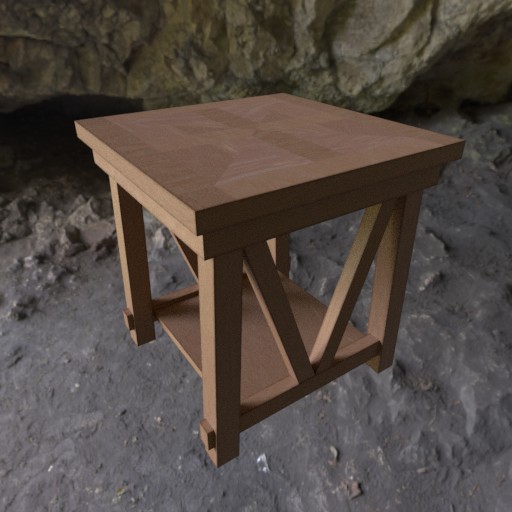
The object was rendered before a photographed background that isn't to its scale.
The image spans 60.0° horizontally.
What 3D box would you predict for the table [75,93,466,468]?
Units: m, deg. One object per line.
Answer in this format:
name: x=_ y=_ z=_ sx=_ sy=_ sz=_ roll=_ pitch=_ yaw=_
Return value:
table: x=0.000 y=0.000 z=1.126 sx=0.612 sy=0.638 sz=0.610 roll=-19 pitch=35 yaw=-29
